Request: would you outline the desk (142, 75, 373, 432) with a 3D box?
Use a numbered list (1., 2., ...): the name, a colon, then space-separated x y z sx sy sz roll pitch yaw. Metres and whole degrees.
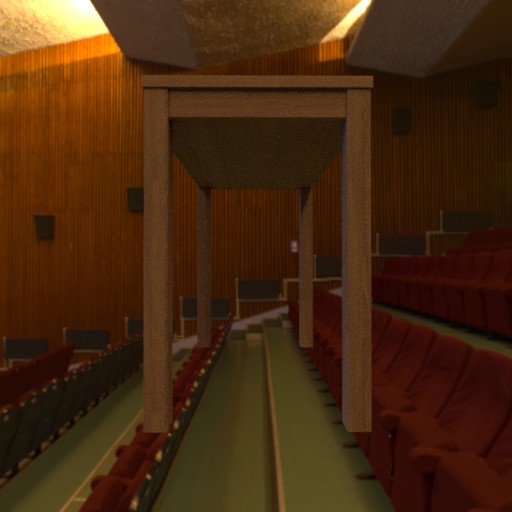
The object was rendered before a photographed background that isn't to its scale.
1. desk: 0.000 0.000 1.440 0.495 0.762 0.991 0 -1 0
